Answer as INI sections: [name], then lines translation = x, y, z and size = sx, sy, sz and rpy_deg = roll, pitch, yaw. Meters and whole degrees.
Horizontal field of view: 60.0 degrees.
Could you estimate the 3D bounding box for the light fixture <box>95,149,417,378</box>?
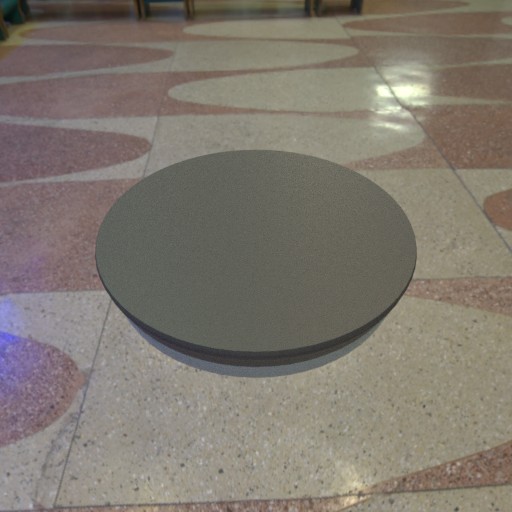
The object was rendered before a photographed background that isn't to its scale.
[light fixture]
translation = 0.000, 0.000, 0.556
size = 0.368, 0.100, 0.368
rpy_deg = 0, 41, 0
